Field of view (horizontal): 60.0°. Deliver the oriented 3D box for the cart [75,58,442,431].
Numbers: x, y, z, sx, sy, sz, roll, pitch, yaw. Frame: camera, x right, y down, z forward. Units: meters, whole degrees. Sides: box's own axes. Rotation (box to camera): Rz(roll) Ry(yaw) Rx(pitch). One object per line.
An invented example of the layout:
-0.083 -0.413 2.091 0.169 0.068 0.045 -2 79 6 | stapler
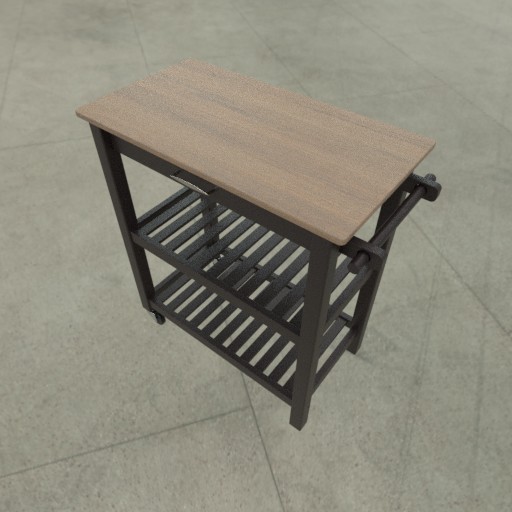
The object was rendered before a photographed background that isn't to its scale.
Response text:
0.000 0.000 1.460 0.899 0.927 0.457 29 52 26 | cart
